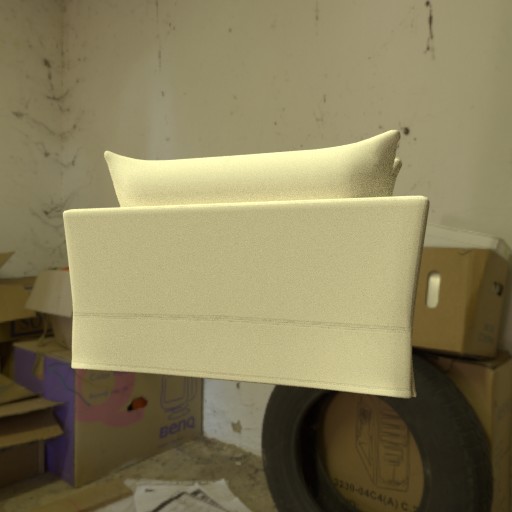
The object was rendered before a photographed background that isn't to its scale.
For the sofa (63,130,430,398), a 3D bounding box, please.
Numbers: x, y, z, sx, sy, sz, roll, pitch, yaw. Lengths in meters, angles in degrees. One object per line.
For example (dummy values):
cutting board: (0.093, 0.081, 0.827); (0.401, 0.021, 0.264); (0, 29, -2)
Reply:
sofa: (0.000, 0.000, 2.287); (1.608, 1.039, 1.026); (0, 0, 17)
